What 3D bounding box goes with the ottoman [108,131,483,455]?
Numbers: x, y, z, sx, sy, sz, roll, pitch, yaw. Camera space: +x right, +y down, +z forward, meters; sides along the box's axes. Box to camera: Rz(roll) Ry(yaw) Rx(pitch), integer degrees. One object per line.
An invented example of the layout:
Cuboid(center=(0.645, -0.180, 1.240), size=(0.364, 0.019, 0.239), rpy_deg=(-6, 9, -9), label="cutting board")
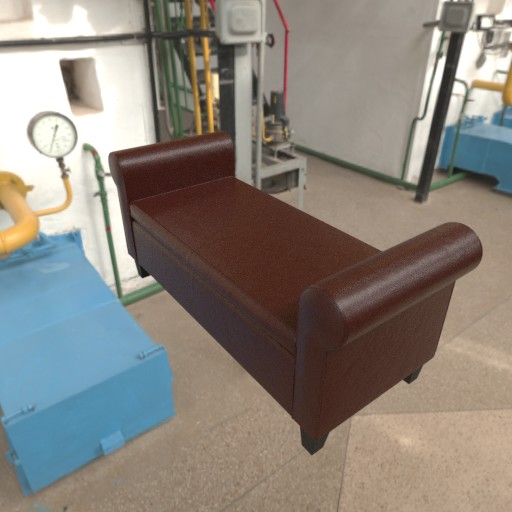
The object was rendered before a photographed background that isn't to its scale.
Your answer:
Cuboid(center=(0.000, 0.000, 1.536), size=(0.521, 0.547, 1.256), rpy_deg=(-21, 37, -31), label="ottoman")
